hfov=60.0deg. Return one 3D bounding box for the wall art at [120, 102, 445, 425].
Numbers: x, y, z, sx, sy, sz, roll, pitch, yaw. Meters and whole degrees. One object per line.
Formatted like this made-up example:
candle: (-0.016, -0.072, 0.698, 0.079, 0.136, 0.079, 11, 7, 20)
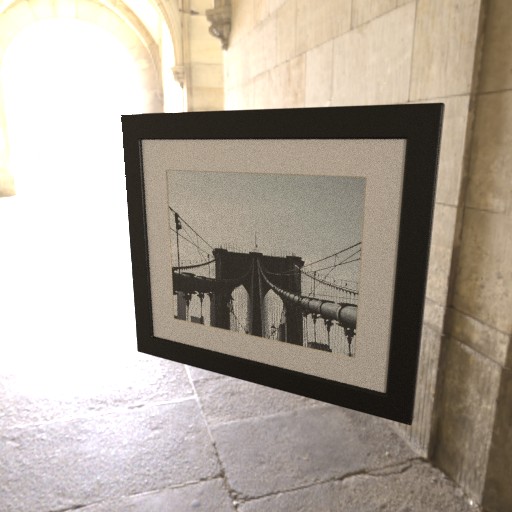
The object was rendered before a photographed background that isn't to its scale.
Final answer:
wall art: (0.000, 0.000, 0.717, 0.521, 0.450, 0.018, 7, 16, 26)
